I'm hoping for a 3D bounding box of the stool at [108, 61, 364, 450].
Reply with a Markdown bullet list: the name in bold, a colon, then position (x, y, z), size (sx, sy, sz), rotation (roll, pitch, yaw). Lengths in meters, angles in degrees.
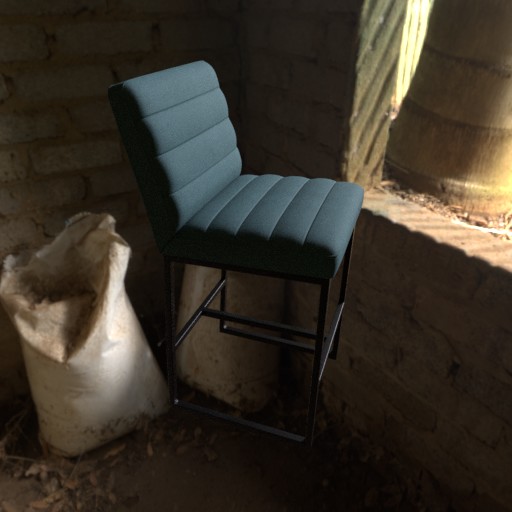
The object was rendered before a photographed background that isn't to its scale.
- **stool**: position (0.000, 0.000, 1.348), size (0.560, 1.040, 0.460), rotation (10, 32, 17)
